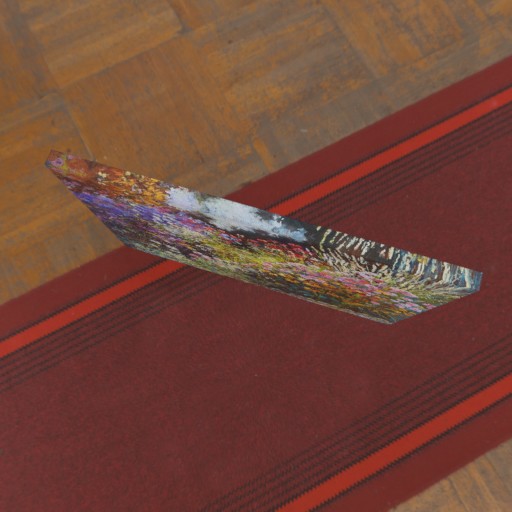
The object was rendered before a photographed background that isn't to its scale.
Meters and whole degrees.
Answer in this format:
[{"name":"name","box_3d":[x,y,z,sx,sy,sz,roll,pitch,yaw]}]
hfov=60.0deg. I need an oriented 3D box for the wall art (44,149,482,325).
[{"name":"wall art","box_3d":[0.000,0.000,1.182,0.908,0.604,0.037,16,76,4]}]
